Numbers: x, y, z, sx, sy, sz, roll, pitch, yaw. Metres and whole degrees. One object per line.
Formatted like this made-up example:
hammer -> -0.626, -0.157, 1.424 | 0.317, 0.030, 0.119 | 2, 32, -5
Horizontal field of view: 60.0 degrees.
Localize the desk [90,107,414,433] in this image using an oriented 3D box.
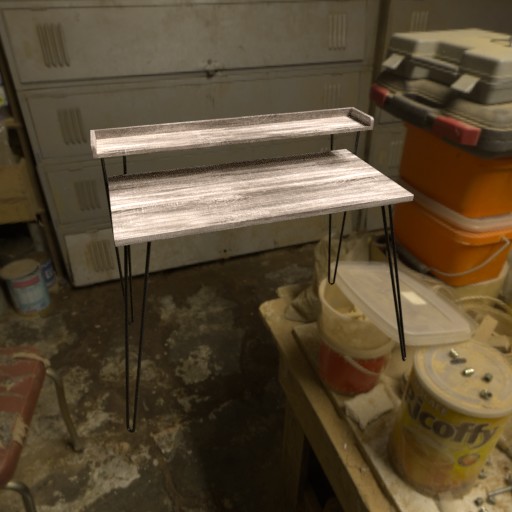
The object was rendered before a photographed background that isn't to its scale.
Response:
desk -> 0.000, 0.000, 1.693 | 1.135, 0.899, 0.605 | -10, 34, -15
